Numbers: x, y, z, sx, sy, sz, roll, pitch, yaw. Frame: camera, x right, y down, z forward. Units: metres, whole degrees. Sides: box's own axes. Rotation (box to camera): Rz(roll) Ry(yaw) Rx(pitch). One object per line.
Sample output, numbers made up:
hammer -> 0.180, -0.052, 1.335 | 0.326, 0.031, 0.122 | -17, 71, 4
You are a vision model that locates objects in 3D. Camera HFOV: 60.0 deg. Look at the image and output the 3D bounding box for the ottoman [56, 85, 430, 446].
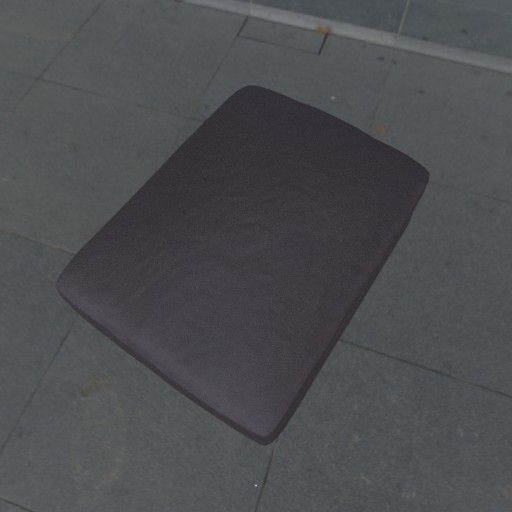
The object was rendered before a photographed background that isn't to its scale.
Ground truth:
ottoman -> 0.000, 0.000, 1.318 | 0.659, 0.529, 0.887 | 31, 67, 15
